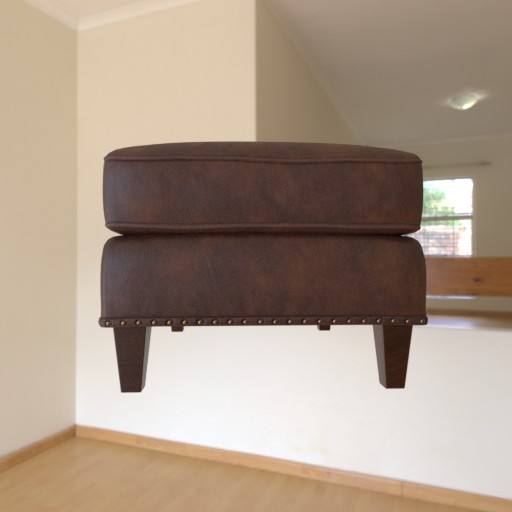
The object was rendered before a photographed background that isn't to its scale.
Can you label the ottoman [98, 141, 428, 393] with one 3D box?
[{"bbox_3d":[0.000,0.000,1.133,0.586,0.486,0.742,0,0,-3],"label":"ottoman"}]
